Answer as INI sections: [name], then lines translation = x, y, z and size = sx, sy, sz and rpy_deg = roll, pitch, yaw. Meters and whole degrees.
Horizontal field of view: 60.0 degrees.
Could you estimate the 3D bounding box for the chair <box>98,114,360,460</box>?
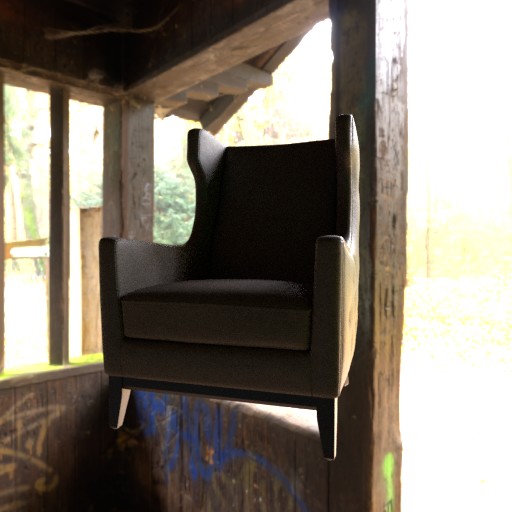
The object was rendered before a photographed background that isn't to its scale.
[chair]
translation = 0.000, 0.000, 1.665
size = 0.769, 1.079, 0.899
rpy_deg = 0, 1, 18
